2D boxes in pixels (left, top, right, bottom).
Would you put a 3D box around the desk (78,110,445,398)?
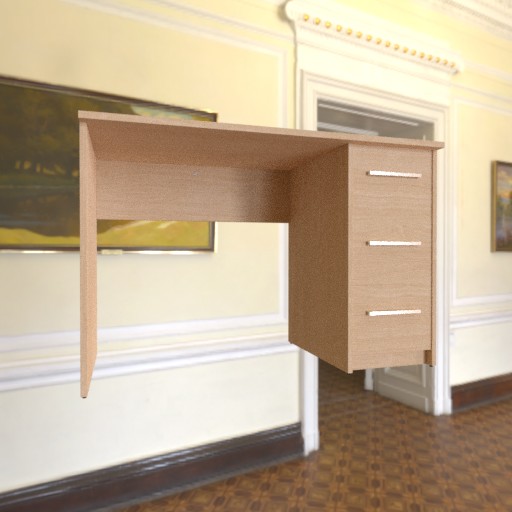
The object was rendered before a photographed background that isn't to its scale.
[{"bbox_3d":[0.000,0.000,1.535,1.097,0.735,0.560,0,1,-17],"label":"desk"}]
